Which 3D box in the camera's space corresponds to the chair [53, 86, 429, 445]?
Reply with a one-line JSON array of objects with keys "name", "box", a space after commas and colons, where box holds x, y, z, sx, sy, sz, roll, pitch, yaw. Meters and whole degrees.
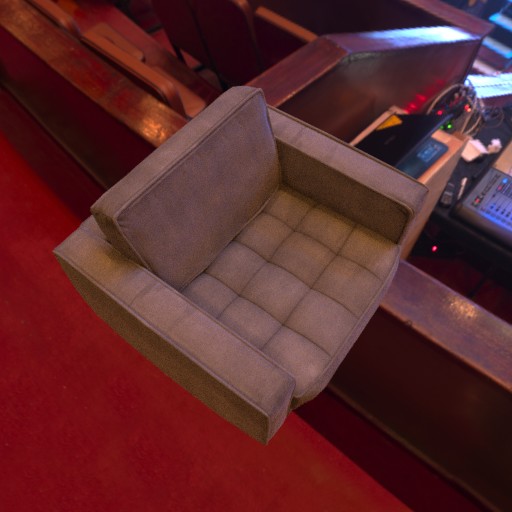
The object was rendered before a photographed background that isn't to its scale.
[{"name": "chair", "box": [0.000, 0.000, 1.500, 0.843, 0.773, 0.928, 33, 64, 18]}]
